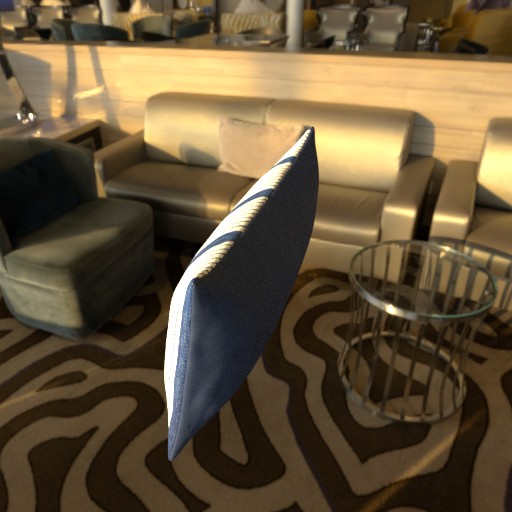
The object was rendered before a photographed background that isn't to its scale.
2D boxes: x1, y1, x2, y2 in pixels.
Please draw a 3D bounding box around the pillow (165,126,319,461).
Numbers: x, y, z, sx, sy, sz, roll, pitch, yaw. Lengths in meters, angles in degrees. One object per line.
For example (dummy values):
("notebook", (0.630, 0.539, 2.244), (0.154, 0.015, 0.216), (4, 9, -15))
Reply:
("pillow", (0.000, 0.000, 0.748), (0.156, 0.292, 0.608), (9, 32, 15))
